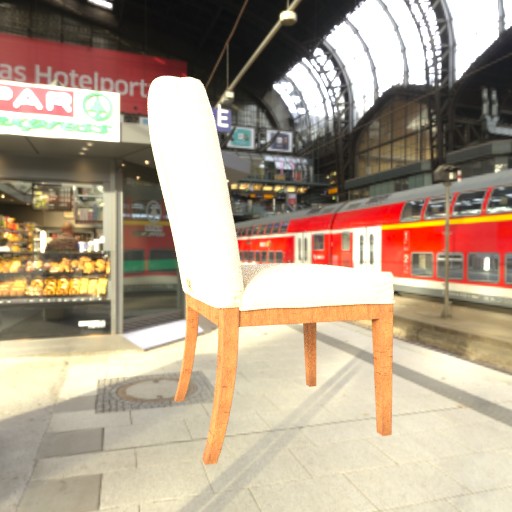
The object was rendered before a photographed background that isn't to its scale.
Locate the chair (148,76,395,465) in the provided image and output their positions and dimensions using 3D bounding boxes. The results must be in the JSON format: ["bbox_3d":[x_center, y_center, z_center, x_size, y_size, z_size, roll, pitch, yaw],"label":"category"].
[{"bbox_3d":[0.000,0.000,1.383,0.648,1.012,0.534,0,1,-19],"label":"chair"}]
